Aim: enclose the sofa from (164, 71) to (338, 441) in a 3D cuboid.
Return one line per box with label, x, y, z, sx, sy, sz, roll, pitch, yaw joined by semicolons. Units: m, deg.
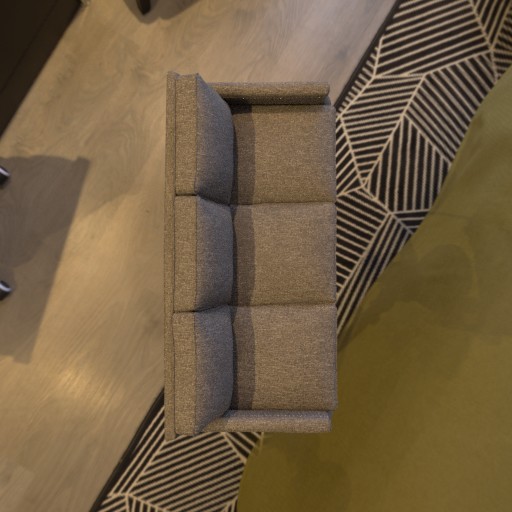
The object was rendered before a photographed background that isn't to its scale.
sofa;0.000;0.000;2.936;1.084;1.003;2.246;0;88;-1
